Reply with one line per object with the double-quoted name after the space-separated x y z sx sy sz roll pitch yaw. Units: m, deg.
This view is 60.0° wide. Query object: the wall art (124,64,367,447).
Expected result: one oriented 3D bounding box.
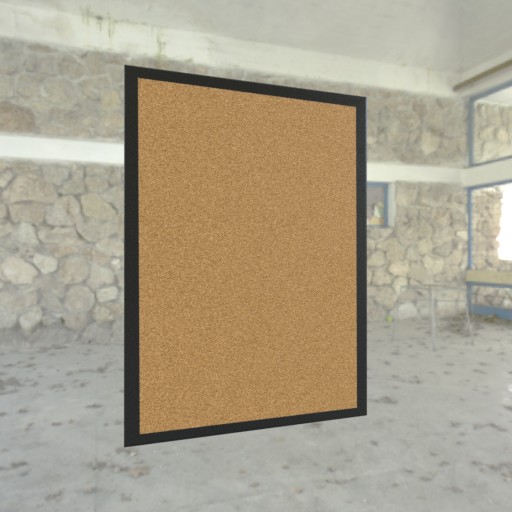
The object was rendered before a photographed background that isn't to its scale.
0.000 0.000 1.239 0.707 0.967 0.013 0 0 -19 "wall art"
